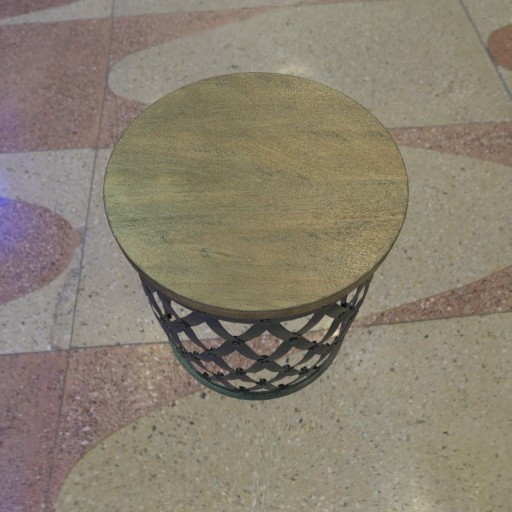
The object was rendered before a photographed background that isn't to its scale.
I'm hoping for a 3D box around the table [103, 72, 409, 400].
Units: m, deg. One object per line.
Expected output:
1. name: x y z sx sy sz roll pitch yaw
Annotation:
1. table: 0.000 0.000 0.789 0.405 0.454 0.405 0 60 0
